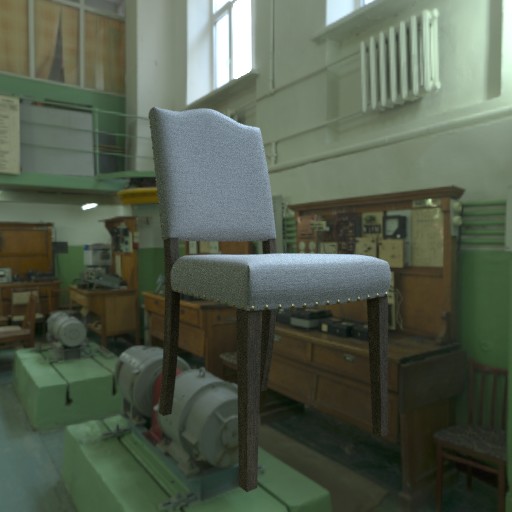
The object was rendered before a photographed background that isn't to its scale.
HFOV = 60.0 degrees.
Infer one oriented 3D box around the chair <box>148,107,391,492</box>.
[{"bbox_3d":[0.000,0.000,1.348,0.508,1.020,0.620,-1,2,-37],"label":"chair"}]
